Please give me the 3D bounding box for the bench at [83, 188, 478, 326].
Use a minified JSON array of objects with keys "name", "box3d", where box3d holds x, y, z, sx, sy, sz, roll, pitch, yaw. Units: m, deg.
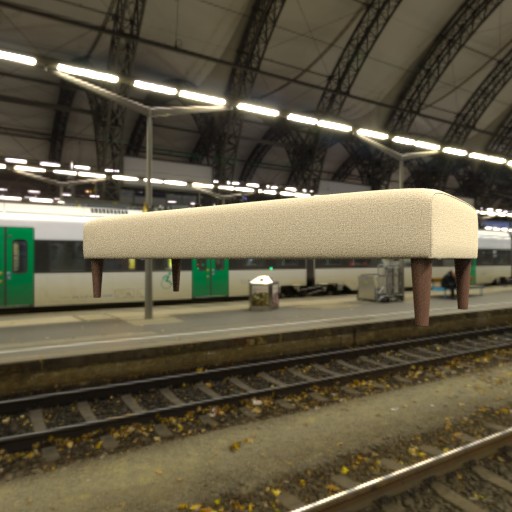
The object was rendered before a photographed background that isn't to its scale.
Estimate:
[{"name":"bench","box3d":[0.000,0.000,1.872,1.609,0.393,0.646,0,-1,37]}]
